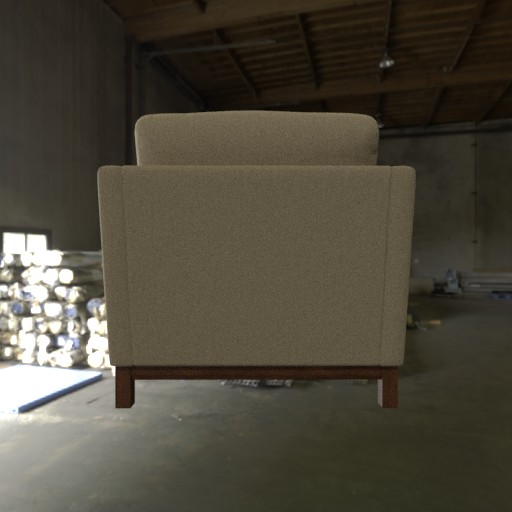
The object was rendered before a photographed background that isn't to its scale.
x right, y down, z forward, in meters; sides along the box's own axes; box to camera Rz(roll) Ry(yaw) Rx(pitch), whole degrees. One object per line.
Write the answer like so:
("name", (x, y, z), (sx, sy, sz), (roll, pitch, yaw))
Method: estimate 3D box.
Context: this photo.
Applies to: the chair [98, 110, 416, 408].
("chair", (0.000, 0.000, 1.715), (0.912, 0.916, 1.001), (0, 0, 0))
